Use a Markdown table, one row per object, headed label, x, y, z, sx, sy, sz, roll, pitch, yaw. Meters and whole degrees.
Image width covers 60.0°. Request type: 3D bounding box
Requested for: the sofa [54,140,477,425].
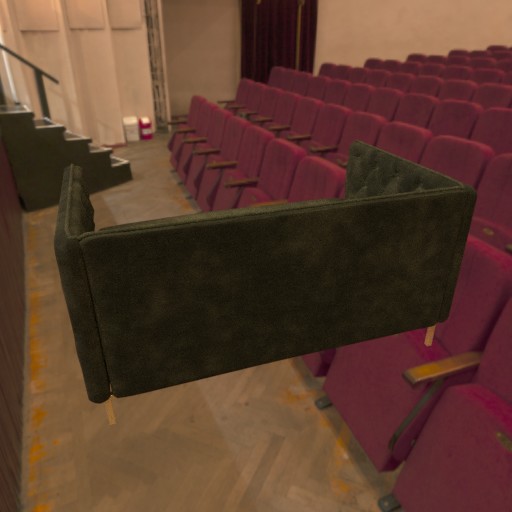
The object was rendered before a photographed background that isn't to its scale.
| label | x | y | z | sx | sy | sz | roll | pitch | yaw |
| --- | --- | --- | --- | --- | --- | --- | --- | --- | --- |
| sofa | 0.000 | 0.000 | 1.995 | 1.537 | 0.768 | 0.895 | -9 | 28 | -17 |
